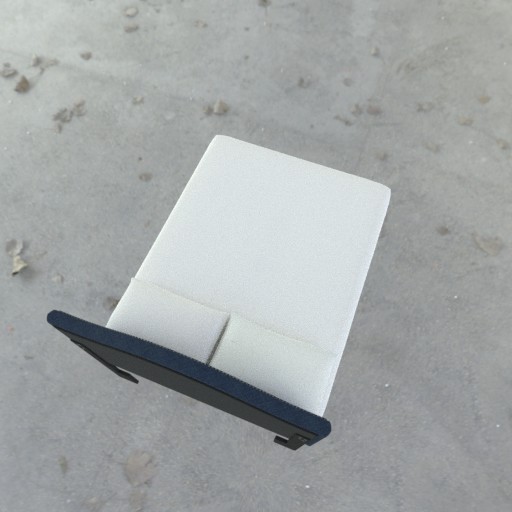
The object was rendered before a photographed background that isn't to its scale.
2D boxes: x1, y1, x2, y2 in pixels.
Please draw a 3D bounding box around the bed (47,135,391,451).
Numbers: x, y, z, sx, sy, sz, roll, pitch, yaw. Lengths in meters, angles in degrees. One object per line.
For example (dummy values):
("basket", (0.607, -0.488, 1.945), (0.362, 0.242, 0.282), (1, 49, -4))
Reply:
("bed", (0.000, 0.000, 3.247), (1.725, 1.518, 2.153), (19, 65, 9))
